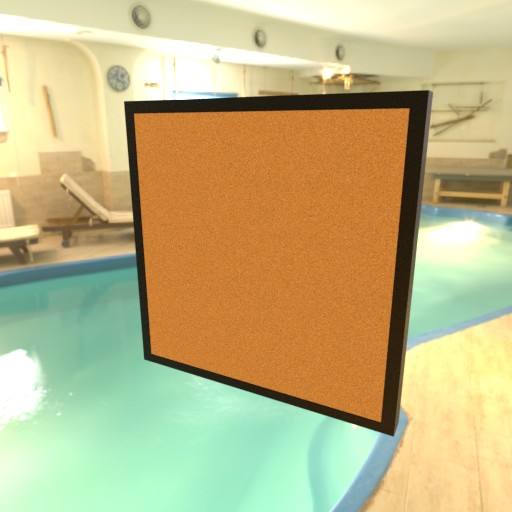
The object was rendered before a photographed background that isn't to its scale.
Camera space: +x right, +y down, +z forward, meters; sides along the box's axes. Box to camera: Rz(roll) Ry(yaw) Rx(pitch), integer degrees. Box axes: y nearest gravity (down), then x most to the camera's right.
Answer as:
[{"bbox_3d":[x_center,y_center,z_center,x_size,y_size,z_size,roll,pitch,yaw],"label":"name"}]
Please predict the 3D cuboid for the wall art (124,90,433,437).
[{"bbox_3d":[0.000,0.000,0.749,0.506,0.506,0.038,8,18,27],"label":"wall art"}]
